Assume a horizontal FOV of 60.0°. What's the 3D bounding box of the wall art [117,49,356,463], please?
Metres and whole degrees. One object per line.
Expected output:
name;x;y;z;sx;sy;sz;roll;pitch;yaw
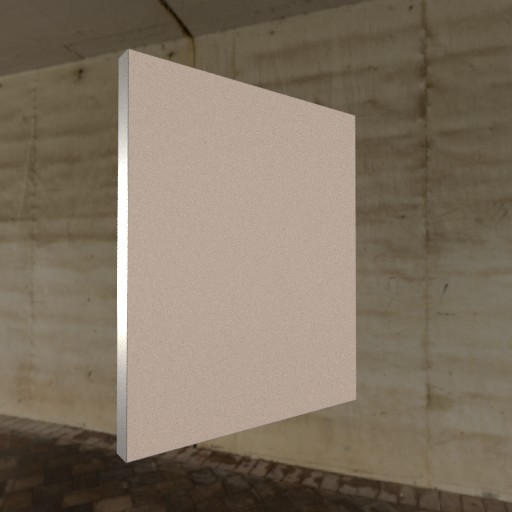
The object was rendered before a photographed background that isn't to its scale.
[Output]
wall art;0.000;0.000;0.737;0.452;0.549;0.038;1;-1;-37
